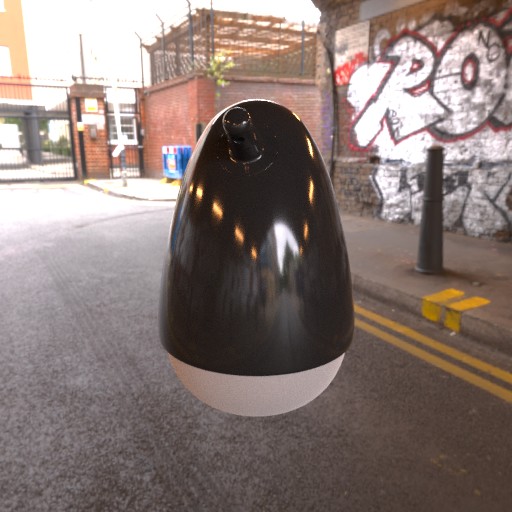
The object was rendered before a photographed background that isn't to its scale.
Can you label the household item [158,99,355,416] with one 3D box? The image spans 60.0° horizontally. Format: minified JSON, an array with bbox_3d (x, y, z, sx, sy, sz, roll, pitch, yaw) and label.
[{"bbox_3d":[0.000,0.000,0.226,0.102,0.152,0.104,2,14,8],"label":"household item"}]
